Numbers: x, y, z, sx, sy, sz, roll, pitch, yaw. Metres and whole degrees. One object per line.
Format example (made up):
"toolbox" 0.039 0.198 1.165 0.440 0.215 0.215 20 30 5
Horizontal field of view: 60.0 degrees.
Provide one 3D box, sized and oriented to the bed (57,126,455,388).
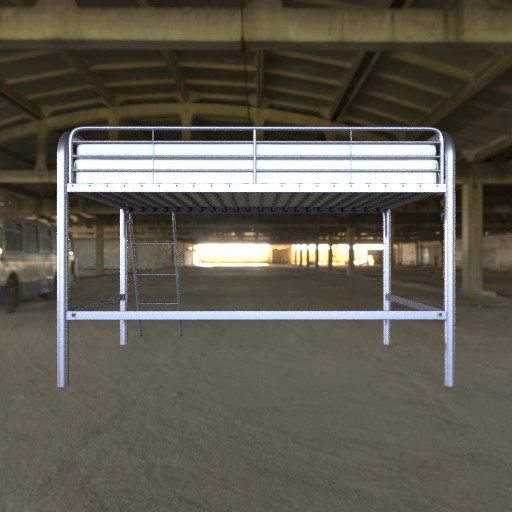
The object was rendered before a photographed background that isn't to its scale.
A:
"bed" 0.000 0.000 2.874 1.965 1.288 1.415 0 0 0
